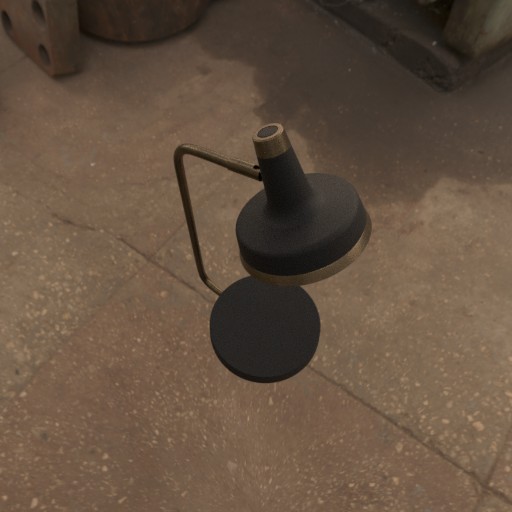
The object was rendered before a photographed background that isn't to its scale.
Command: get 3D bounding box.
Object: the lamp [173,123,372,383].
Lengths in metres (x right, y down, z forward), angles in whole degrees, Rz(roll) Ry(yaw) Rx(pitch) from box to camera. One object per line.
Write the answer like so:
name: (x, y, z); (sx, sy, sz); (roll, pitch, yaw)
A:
lamp: (0.000, 0.000, 0.495); (0.218, 0.385, 0.162); (34, 65, 18)
